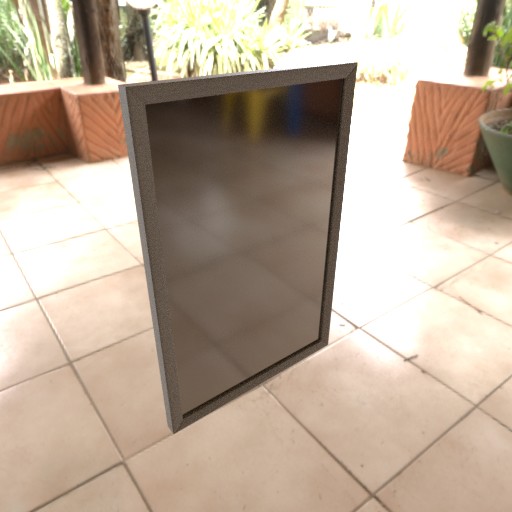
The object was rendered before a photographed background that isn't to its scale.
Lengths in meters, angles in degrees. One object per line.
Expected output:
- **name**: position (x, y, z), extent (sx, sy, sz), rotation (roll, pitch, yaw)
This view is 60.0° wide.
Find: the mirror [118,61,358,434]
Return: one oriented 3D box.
- **mirror**: position (0.000, 0.000, 1.181), extent (0.609, 0.915, 0.040), rotation (-21, 36, -32)
